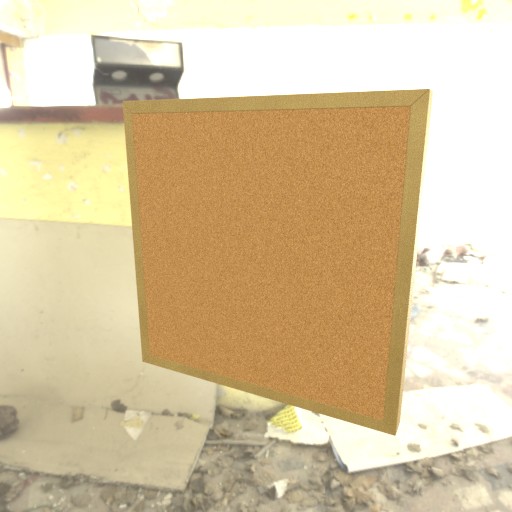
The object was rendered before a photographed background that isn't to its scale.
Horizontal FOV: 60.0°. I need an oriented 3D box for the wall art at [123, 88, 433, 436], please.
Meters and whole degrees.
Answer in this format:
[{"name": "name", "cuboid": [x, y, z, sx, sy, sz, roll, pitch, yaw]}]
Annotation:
[{"name": "wall art", "cuboid": [0.000, 0.000, 0.749, 0.508, 0.508, 0.038, 8, 17, 26]}]
